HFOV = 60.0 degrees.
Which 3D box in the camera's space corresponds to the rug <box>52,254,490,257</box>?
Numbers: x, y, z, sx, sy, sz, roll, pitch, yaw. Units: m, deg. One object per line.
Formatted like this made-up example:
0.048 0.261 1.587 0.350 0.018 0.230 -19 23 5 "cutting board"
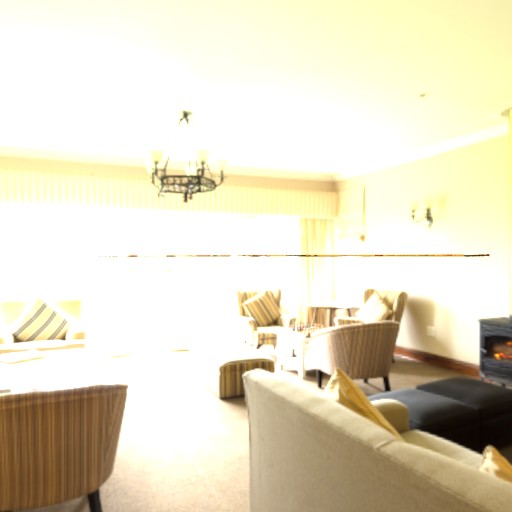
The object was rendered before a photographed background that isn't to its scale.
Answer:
0.000 0.000 2.963 2.682 0.015 0.763 0 0 17 "rug"
